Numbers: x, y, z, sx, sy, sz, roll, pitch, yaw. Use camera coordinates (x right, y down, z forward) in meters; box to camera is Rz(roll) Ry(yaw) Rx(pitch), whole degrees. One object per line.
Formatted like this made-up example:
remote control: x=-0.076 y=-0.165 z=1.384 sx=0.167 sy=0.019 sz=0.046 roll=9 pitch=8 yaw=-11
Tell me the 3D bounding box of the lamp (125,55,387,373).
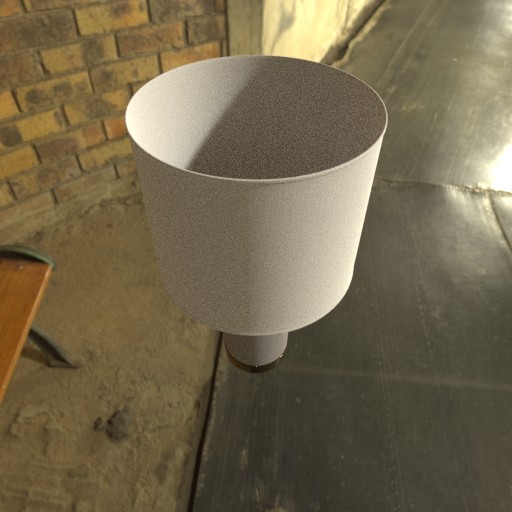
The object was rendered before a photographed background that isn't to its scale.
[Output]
lamp: x=0.000 y=0.000 z=0.528 sx=0.229 sy=0.380 sz=0.229 roll=0 pitch=45 yaw=0
